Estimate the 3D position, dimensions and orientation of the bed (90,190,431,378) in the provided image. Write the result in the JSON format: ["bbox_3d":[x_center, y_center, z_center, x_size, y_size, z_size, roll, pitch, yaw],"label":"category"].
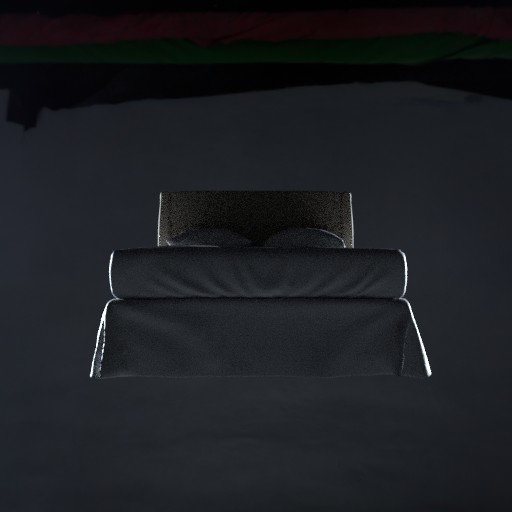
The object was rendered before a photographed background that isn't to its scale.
[{"bbox_3d":[0.000,0.000,3.426,1.925,1.332,2.276,0,0,0],"label":"bed"}]
